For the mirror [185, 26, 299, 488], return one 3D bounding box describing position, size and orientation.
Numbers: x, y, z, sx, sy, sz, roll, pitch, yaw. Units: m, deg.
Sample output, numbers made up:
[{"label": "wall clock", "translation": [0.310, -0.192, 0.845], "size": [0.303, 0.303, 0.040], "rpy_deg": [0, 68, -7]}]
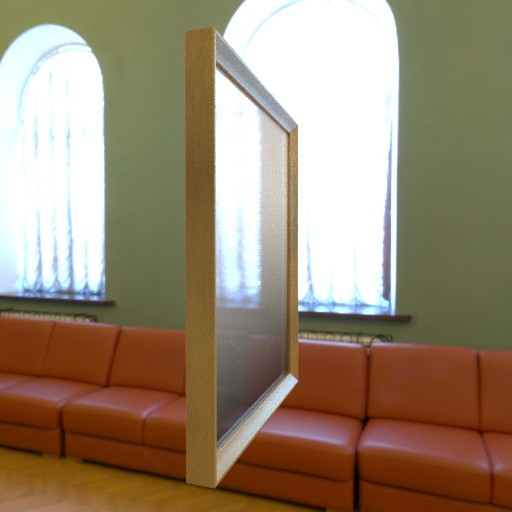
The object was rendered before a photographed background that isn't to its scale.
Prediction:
[{"label": "mirror", "translation": [0.000, 0.000, 0.685], "size": [0.041, 0.509, 0.406], "rpy_deg": [0, 1, 19]}]
